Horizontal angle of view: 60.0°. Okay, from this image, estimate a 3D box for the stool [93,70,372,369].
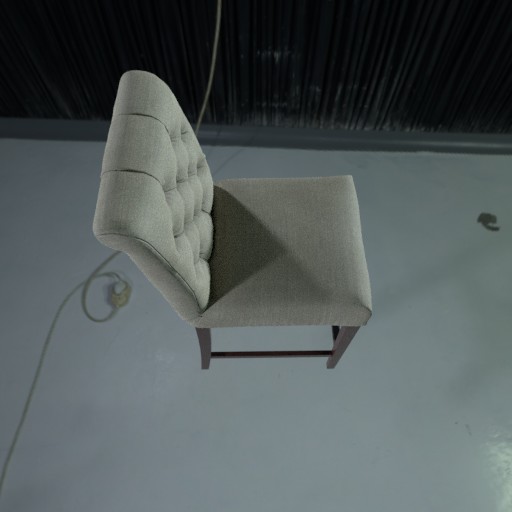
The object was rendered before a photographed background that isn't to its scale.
[{"bbox_3d":[0.000,0.000,1.422,0.660,1.084,0.486,-1,62,0],"label":"stool"}]
